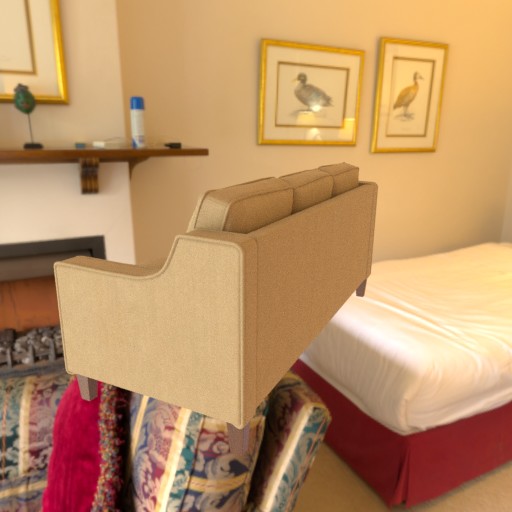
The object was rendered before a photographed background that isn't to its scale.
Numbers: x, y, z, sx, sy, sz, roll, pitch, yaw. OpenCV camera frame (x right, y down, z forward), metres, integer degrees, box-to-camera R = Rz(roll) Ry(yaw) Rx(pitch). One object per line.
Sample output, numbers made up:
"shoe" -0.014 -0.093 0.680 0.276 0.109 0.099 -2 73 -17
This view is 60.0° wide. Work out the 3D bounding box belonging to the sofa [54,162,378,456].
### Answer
"sofa" 0.000 0.000 2.525 0.911 0.974 1.986 8 17 26
